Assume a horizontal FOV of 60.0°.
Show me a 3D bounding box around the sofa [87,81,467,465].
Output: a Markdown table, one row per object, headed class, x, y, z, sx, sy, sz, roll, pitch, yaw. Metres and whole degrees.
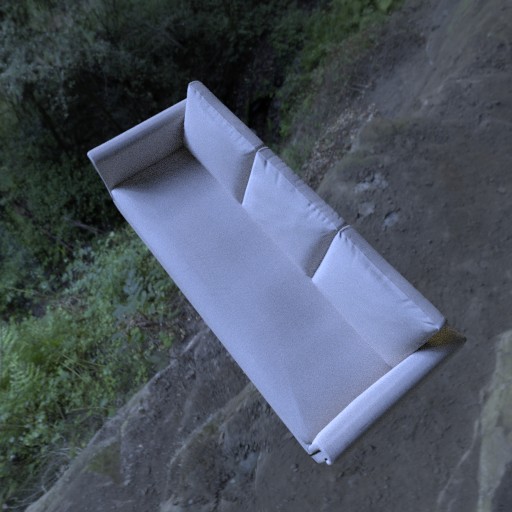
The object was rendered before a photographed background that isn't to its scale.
| class | x | y | z | sx | sy | sz | roll | pitch | yaw |
| --- | --- | --- | --- | --- | --- | --- | --- | --- | --- |
| sofa | 0.000 | 0.000 | 2.600 | 0.902 | 0.911 | 2.198 | -35 | 68 | -17 |
